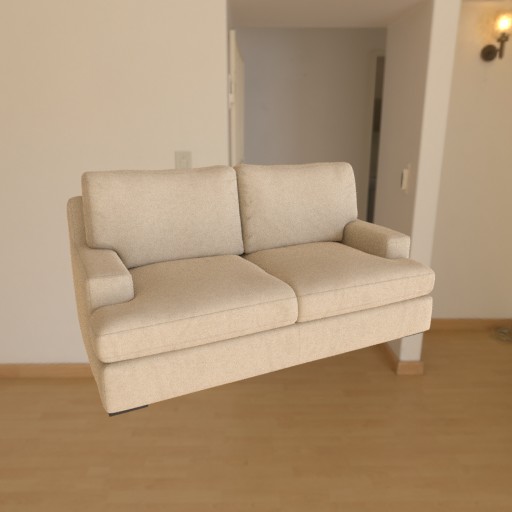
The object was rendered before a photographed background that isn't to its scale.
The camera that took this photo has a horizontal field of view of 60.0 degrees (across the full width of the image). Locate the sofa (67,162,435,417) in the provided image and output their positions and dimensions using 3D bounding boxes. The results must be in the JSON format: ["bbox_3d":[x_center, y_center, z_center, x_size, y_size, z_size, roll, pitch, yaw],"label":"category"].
[{"bbox_3d":[0.000,0.000,2.489,1.885,0.967,0.962,-8,17,-25],"label":"sofa"}]
